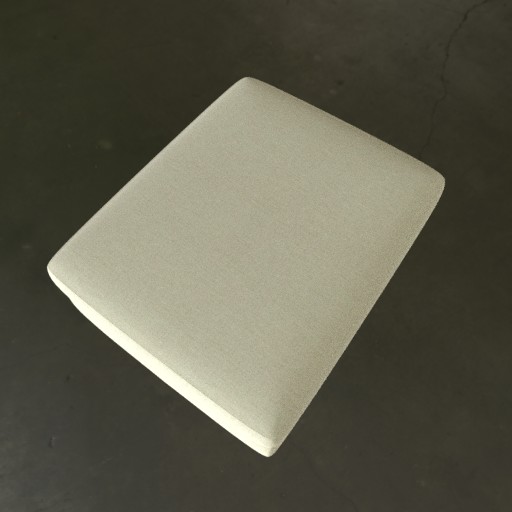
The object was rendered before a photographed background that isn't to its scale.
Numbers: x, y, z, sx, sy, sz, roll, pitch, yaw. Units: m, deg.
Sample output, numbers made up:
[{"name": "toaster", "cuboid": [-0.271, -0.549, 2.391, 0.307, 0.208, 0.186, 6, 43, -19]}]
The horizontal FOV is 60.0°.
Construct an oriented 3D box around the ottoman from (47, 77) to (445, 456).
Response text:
[{"name": "ottoman", "cuboid": [0.000, 0.000, 1.205, 0.657, 0.453, 0.794, 33, 67, 16]}]
